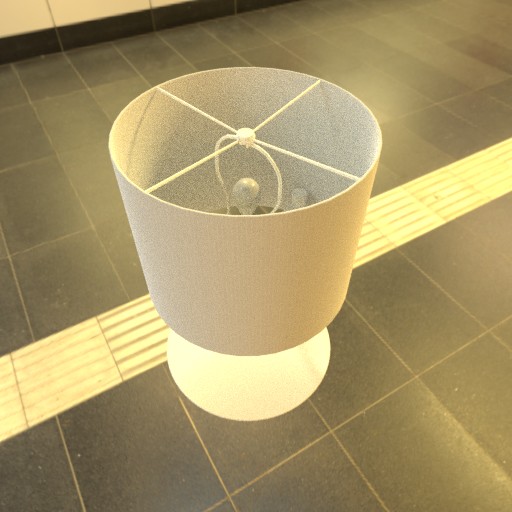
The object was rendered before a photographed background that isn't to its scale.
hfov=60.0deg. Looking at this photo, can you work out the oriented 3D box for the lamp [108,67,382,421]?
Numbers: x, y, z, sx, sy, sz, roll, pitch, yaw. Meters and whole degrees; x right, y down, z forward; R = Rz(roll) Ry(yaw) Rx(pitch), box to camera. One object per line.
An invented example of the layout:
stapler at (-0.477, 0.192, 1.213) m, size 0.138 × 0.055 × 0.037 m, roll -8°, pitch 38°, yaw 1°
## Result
lamp at (0.000, 0.000, 0.670) m, size 0.299 × 0.454 × 0.341 m, roll 31°, pitch 55°, yaw 26°
